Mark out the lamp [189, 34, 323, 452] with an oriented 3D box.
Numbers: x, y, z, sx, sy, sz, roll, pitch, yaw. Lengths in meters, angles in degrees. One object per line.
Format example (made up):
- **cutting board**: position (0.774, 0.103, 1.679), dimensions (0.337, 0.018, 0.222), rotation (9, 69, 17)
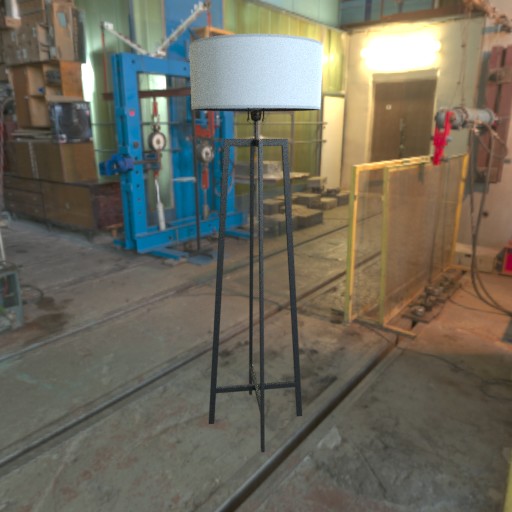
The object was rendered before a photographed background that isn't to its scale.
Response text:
- **lamp**: position (0.000, 0.000, 1.747), dimensions (0.457, 1.510, 0.456), rotation (-2, 17, -7)
